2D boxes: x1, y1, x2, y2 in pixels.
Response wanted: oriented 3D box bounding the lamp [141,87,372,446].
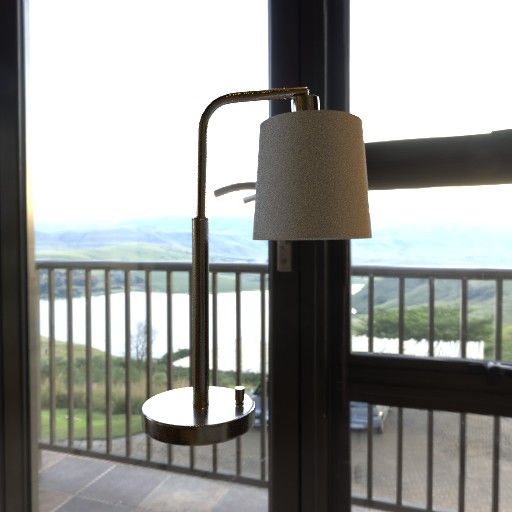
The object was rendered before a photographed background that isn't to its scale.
[{"bbox_3d":[0.000,0.000,0.646,0.333,0.489,0.171,0,1,0],"label":"lamp"}]
